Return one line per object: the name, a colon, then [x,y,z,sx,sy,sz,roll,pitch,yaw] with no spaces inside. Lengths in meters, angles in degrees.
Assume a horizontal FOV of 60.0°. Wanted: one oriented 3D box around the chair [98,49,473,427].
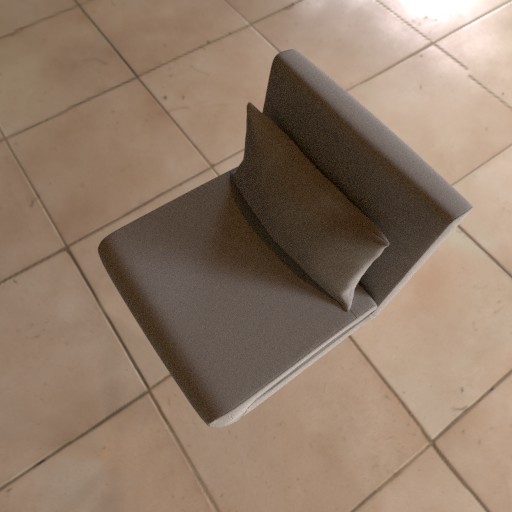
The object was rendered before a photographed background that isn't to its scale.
chair: [0.000,0.000,1.525,0.902,0.808,0.770,-33,68,-15]
